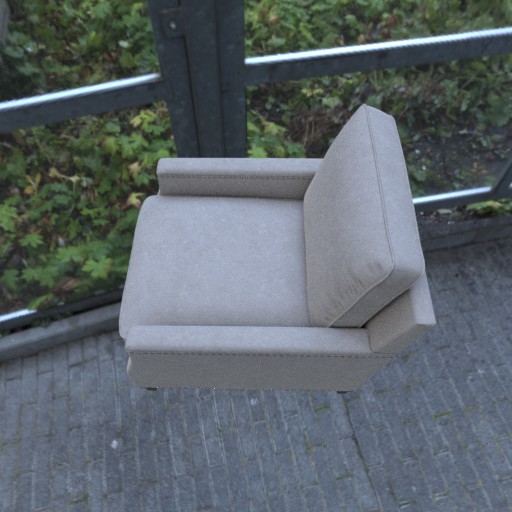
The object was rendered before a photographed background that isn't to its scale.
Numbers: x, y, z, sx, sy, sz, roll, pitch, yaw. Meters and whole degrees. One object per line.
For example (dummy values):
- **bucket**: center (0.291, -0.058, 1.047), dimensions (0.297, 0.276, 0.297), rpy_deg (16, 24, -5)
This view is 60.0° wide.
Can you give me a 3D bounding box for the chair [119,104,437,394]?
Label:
- **chair**: center (0.000, 0.000, 1.718), dimensions (1.014, 0.943, 0.853), rpy_deg (1, 58, 1)
